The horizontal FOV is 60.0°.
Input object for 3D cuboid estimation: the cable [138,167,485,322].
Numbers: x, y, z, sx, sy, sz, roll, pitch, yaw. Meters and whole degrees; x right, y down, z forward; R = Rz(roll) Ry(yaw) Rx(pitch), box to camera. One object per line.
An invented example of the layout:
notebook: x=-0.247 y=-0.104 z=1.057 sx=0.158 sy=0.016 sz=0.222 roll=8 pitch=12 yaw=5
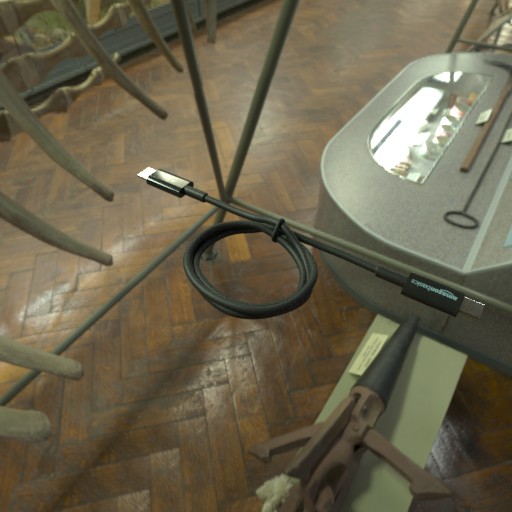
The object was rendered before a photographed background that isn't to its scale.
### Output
cable: x=0.000 y=0.000 z=0.217 sx=0.203 sy=0.014 sz=0.070 roll=24 pitch=49 yaw=23
